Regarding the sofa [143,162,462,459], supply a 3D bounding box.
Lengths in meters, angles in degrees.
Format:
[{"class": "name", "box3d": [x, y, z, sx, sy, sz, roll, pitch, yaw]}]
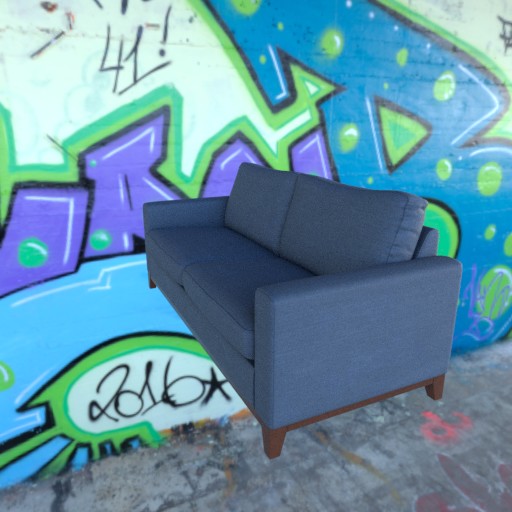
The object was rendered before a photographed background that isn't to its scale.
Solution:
[{"class": "sofa", "box3d": [0.000, 0.000, 2.395, 0.877, 0.865, 1.900, -8, 19, -25]}]
